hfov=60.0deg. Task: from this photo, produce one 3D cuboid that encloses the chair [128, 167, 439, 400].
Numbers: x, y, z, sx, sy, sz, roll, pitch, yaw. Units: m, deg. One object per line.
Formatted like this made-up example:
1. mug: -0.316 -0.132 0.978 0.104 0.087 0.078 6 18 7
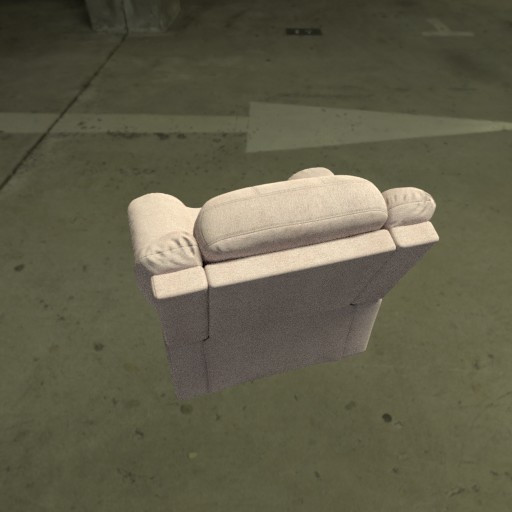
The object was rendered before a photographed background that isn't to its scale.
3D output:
1. chair: 0.000 0.000 1.721 0.899 1.008 0.944 -11 42 -13
